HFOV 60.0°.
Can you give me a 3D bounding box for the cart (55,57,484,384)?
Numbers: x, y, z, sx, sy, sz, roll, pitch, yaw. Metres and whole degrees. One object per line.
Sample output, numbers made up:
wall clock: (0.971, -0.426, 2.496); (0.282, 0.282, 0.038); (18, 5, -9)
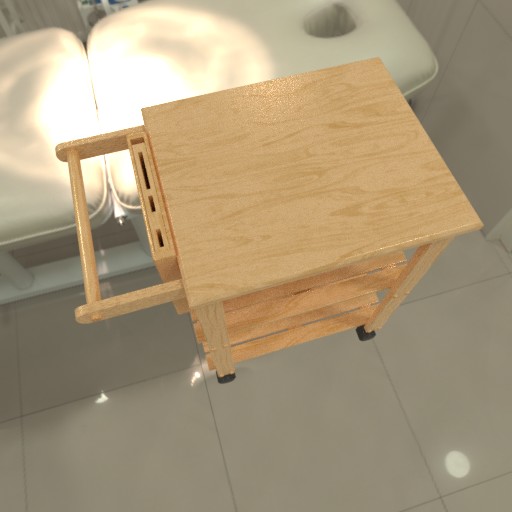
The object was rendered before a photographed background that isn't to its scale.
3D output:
cart: (0.000, 0.000, 1.311); (0.843, 0.816, 0.520); (-15, 64, -8)
